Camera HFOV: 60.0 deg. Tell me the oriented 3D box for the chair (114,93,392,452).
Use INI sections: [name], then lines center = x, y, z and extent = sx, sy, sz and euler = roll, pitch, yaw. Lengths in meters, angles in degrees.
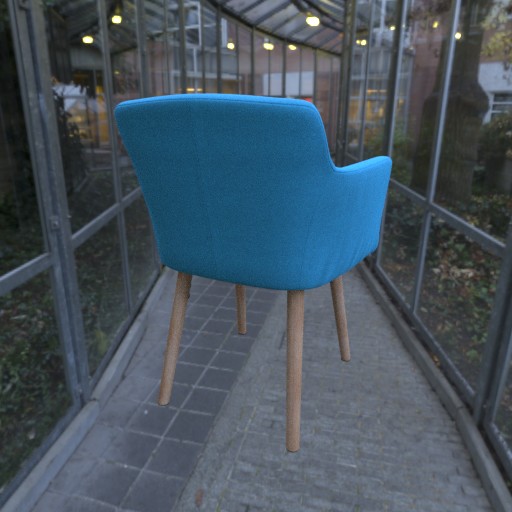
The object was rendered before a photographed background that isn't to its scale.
[chair]
center = 0.000, 0.000, 1.153
extent = 0.570, 0.780, 0.540
euler = 9, 20, 26
